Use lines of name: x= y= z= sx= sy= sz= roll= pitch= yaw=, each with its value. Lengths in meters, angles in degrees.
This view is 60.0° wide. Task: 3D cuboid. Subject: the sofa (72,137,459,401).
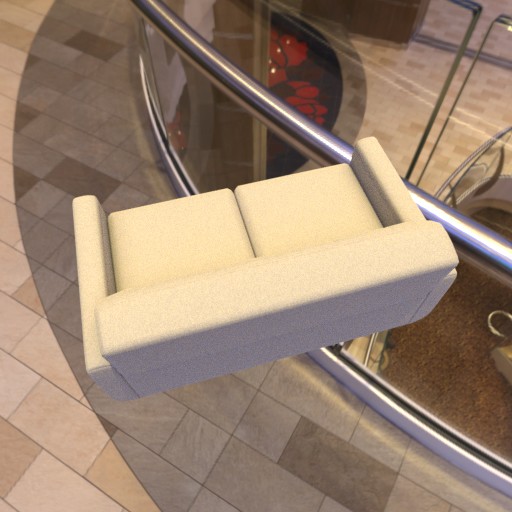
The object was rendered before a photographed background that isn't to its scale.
sofa: x=0.000 y=0.000 z=2.222 sx=1.655 sy=0.892 sz=0.980 roll=-13 pitch=58 yaw=-8
